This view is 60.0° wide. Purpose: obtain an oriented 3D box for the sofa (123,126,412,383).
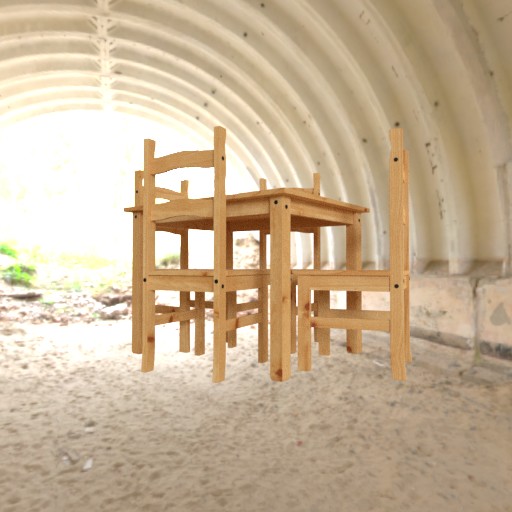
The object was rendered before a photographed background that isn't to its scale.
[{"bbox_3d":[0.000,0.000,2.239,1.529,1.000,1.144,-1,-1,37],"label":"sofa"}]
